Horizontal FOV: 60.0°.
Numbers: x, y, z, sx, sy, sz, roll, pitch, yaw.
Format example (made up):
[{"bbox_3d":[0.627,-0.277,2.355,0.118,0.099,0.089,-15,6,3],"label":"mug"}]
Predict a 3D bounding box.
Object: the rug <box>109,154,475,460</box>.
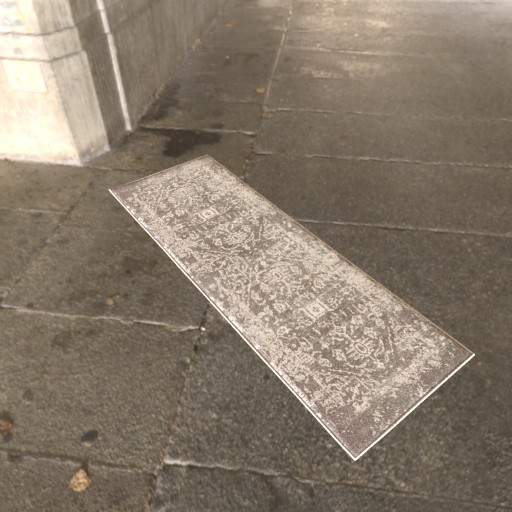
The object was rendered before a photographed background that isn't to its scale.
[{"bbox_3d":[0.000,0.000,2.708,0.855,0.017,2.452,-27,49,-27],"label":"rug"}]
